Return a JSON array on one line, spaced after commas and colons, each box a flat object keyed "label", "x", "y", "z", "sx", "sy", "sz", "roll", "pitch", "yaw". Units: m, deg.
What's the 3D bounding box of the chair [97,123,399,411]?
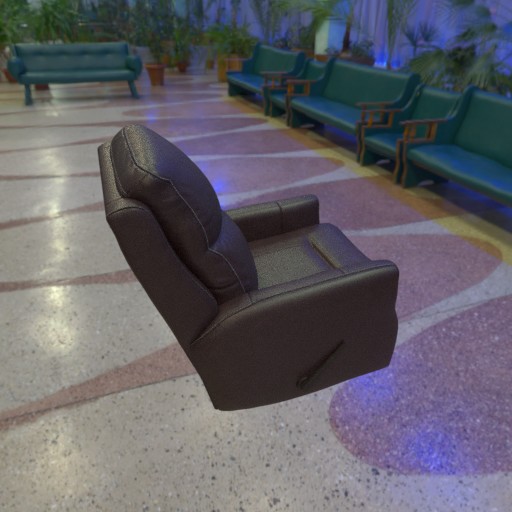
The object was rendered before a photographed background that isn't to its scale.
[{"label": "chair", "x": 0.000, "y": 0.000, "z": 1.811, "sx": 1.080, "sy": 1.030, "sz": 0.829, "roll": -10, "pitch": 32, "yaw": -16}]
